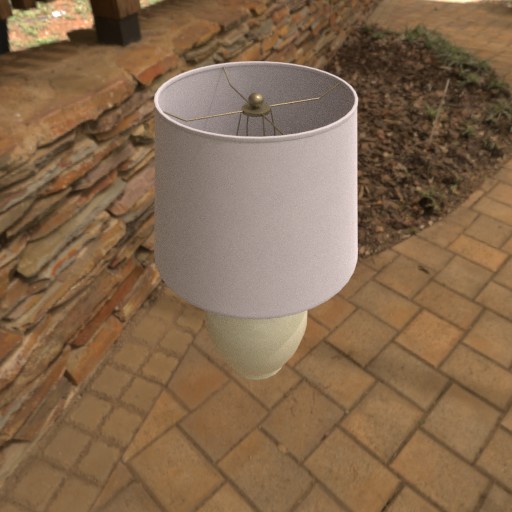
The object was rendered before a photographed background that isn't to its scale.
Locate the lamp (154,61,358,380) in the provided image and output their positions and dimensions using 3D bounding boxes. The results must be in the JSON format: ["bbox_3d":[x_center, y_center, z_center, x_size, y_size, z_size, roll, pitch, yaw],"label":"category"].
[{"bbox_3d":[0.000,0.000,0.543,0.239,0.399,0.239,0,41,0],"label":"lamp"}]
